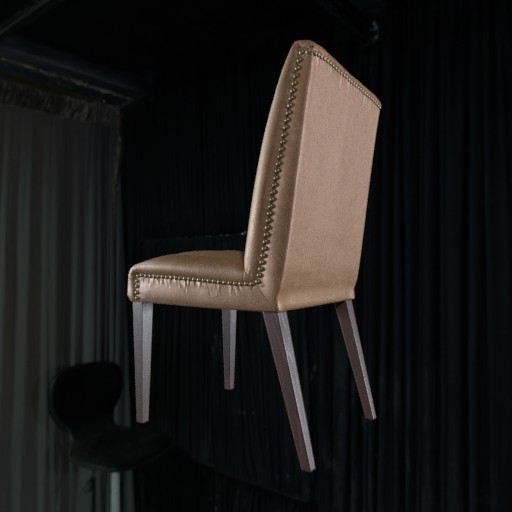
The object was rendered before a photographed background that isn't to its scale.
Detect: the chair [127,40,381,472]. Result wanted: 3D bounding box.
[{"bbox_3d":[0.000,0.000,1.383,0.647,1.016,0.511,-1,-1,35],"label":"chair"}]
